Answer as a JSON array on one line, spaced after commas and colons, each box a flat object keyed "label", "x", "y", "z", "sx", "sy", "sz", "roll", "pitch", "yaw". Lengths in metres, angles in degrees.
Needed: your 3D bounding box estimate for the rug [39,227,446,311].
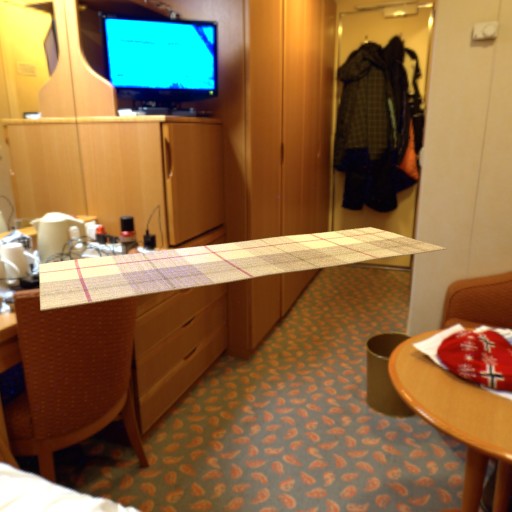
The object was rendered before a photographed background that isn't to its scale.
[{"label": "rug", "x": 0.000, "y": 0.000, "z": 2.758, "sx": 2.439, "sy": 0.013, "sz": 0.762, "roll": -7, "pitch": 17, "yaw": -25}]
